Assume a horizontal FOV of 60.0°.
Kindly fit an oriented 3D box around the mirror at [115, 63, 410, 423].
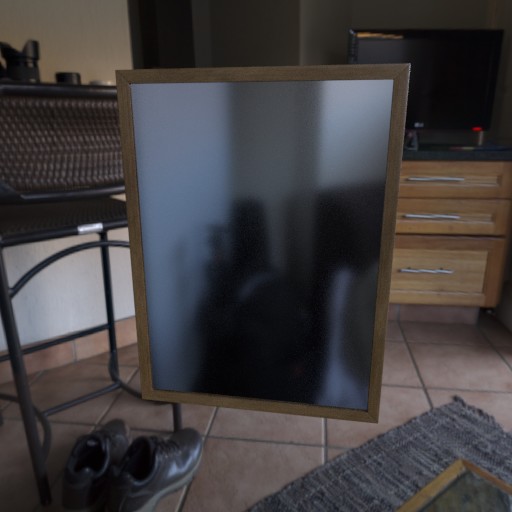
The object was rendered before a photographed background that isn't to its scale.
[{"bbox_3d":[0.000,0.000,1.290,0.762,1.016,0.040,3,16,9],"label":"mirror"}]
